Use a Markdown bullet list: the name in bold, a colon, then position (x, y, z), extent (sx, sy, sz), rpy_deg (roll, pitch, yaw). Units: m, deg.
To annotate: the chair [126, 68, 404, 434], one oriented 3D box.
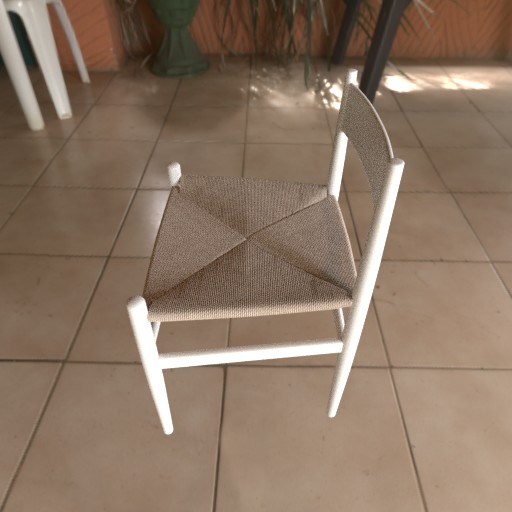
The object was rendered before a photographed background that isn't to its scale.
- **chair**: position (0.000, 0.000, 1.106), extent (0.495, 0.762, 0.556), rpy_deg (0, 41, 0)
